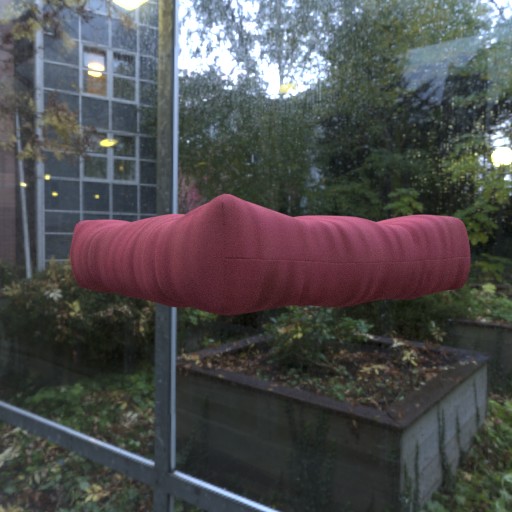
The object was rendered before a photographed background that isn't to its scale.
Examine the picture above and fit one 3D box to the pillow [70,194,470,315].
[{"bbox_3d":[0.000,0.000,0.718,0.468,0.128,0.490,-1,1,-37],"label":"pillow"}]
